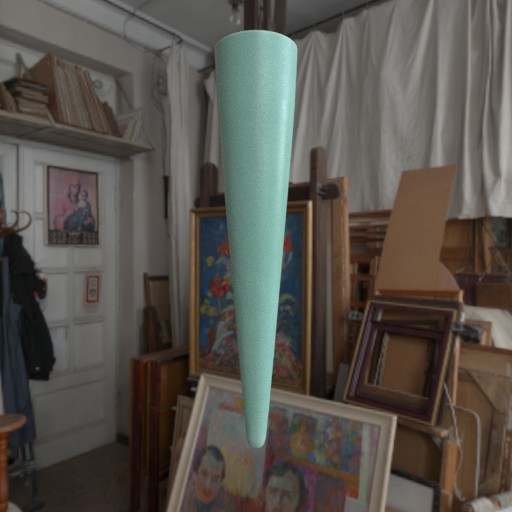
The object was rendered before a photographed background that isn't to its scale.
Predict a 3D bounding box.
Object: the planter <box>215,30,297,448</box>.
[{"bbox_3d":[0.000,0.000,0.289,0.054,0.268,0.055,0,0,1],"label":"planter"}]
